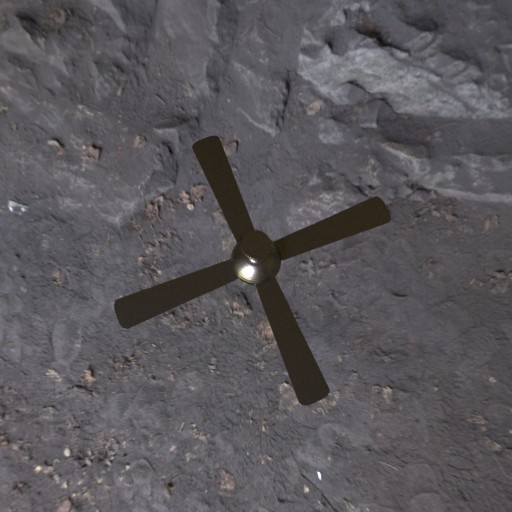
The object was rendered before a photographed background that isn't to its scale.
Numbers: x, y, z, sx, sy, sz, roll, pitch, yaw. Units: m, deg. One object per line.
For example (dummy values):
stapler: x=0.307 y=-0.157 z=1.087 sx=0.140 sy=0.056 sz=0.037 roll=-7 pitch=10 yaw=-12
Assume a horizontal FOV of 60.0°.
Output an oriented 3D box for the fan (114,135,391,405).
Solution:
fan: x=0.000 y=0.000 z=2.022 sx=1.321 sy=0.381 sz=1.321 roll=-2 pitch=75 yaw=0
